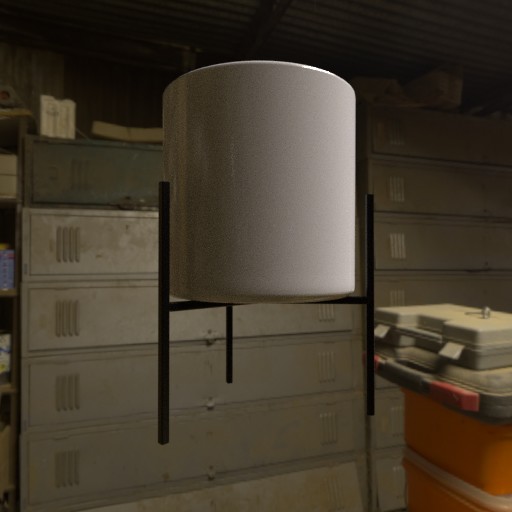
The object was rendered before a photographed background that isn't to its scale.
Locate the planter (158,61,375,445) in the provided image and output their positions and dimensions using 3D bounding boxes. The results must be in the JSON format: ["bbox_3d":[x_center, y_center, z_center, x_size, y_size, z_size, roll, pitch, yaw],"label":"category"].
[{"bbox_3d":[0.000,0.000,0.520,0.239,0.356,0.239,0,-1,-18],"label":"planter"}]
